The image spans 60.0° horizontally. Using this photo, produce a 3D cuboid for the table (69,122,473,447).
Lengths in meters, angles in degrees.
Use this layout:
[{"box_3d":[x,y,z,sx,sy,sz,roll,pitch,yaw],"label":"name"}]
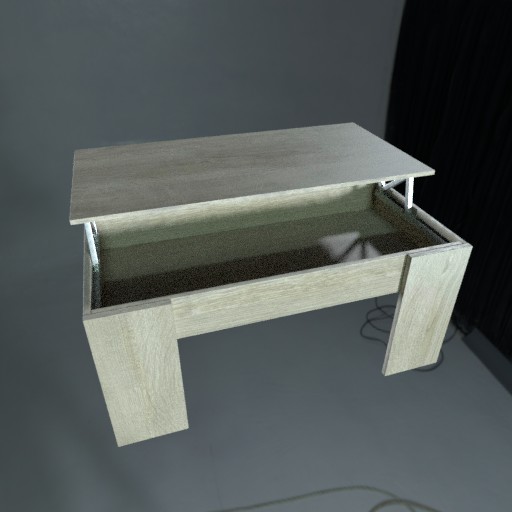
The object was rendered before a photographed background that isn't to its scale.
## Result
[{"box_3d":[0.000,0.000,1.425,1.000,0.570,0.711,-10,34,-15],"label":"table"}]
